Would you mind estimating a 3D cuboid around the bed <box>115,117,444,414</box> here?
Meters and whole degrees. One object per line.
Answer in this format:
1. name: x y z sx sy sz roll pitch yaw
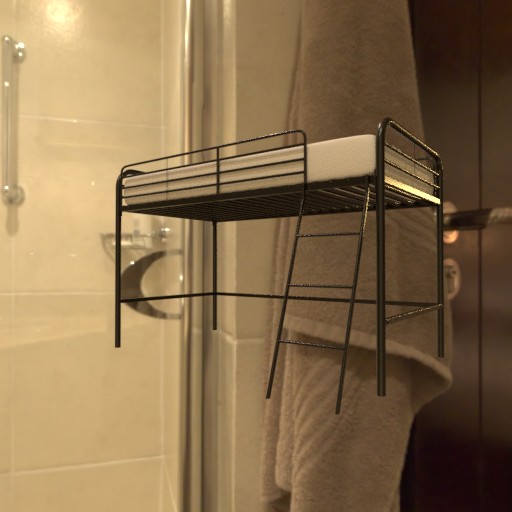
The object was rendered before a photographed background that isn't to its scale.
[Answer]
1. bed: 0.000 0.000 2.862 1.968 1.289 1.393 -1 -1 37
